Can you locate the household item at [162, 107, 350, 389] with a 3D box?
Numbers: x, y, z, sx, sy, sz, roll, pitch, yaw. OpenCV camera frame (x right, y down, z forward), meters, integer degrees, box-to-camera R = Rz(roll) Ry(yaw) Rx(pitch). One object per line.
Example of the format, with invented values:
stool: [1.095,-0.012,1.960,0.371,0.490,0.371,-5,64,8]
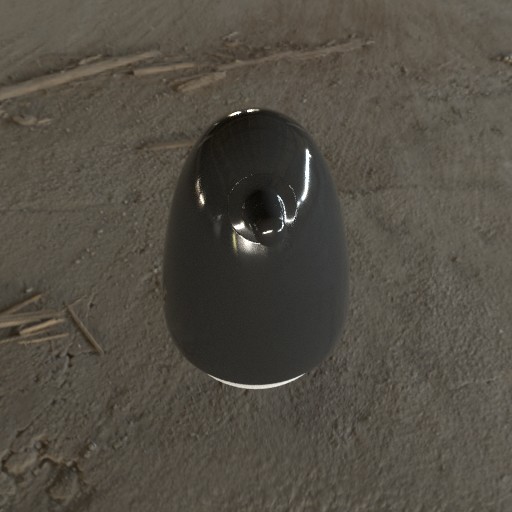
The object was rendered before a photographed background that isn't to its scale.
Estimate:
household item: [0.000,0.000,0.222,0.102,0.152,0.104,-4,47,-4]
